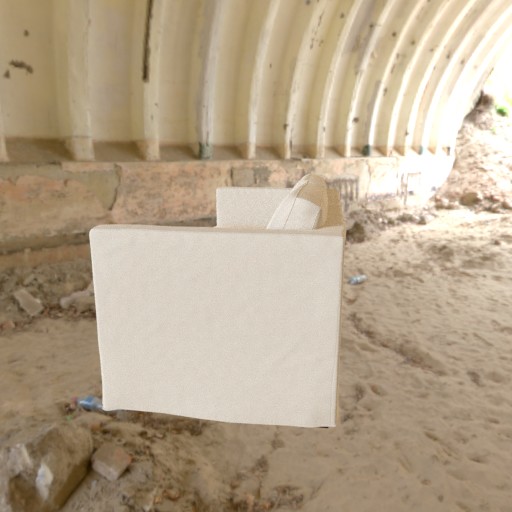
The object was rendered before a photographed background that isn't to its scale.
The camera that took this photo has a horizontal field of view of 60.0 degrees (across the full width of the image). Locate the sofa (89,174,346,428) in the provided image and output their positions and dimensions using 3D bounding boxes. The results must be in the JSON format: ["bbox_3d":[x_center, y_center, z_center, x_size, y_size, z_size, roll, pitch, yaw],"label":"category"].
[{"bbox_3d":[0.000,0.000,2.527,0.940,0.870,1.987,2,13,9],"label":"sofa"}]
